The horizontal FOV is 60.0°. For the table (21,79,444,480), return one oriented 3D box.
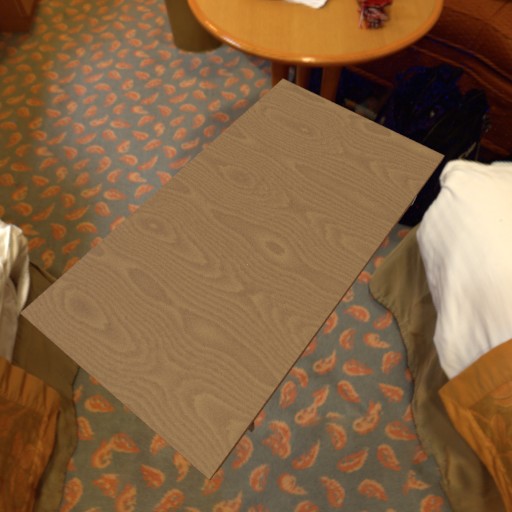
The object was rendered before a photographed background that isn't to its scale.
[{"bbox_3d":[0.000,0.000,1.459,0.651,0.347,1.197,33,64,18],"label":"table"}]
